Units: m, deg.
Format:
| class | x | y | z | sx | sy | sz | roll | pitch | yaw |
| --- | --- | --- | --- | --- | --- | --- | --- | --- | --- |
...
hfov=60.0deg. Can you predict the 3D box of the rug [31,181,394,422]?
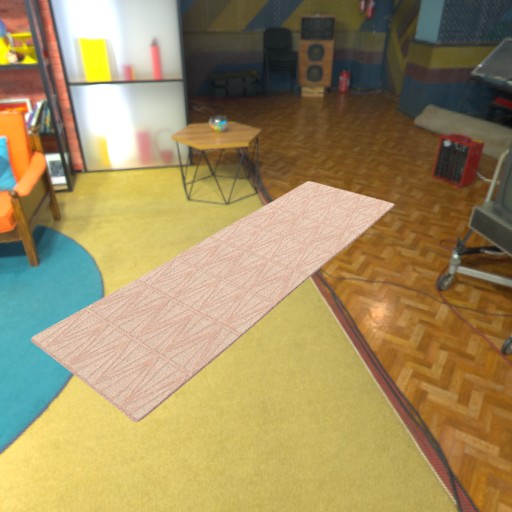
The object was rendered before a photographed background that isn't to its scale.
| class | x | y | z | sx | sy | sz | roll | pitch | yaw |
| --- | --- | --- | --- | --- | --- | --- | --- | --- | --- |
| rug | 0.000 | 0.000 | 2.661 | 0.760 | 0.015 | 2.435 | 22 | 37 | 31 |
